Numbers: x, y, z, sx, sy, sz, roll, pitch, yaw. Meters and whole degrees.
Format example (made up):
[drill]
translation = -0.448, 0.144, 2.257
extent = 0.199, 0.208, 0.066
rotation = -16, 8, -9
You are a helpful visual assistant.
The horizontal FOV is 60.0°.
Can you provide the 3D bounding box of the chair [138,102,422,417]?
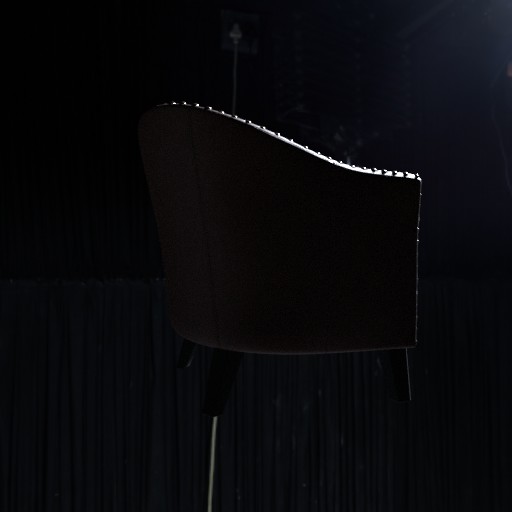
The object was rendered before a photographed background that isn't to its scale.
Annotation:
[chair]
translation = 0.000, 0.000, 1.452
extent = 0.748, 0.823, 0.794
rotation = 0, 0, -18
